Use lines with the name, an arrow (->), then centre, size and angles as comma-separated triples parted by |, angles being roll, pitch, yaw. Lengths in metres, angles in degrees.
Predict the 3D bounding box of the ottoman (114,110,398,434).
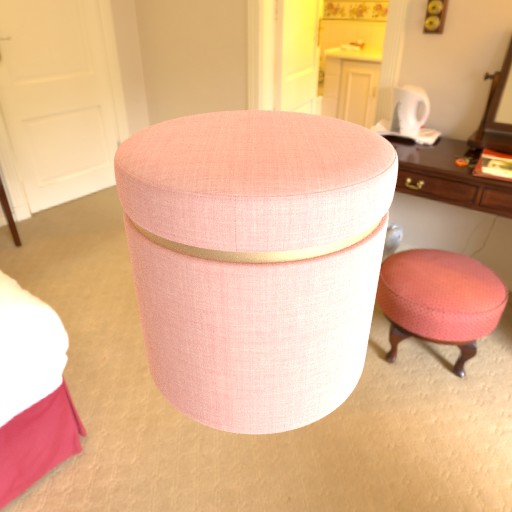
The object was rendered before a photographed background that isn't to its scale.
ottoman -> 0.000, 0.000, 0.733 | 0.400, 0.406, 0.400 | 0, 30, 0
